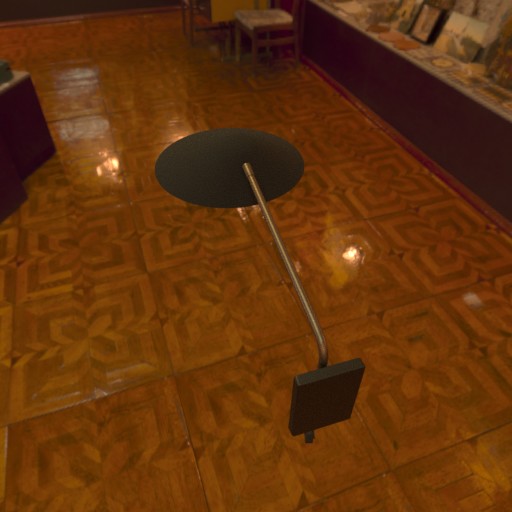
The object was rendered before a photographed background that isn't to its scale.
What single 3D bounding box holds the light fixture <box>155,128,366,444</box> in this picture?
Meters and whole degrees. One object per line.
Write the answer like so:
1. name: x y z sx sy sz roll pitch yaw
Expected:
1. light fixture: 0.000 0.000 0.674 0.240 0.312 0.516 -12 45 -13
